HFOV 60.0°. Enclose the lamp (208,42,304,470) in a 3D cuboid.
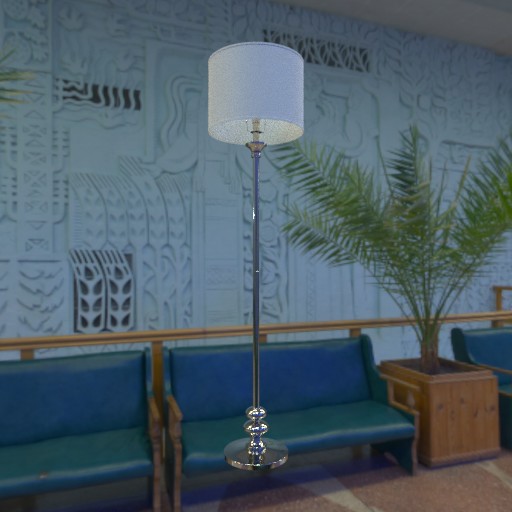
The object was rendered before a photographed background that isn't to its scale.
[{"bbox_3d":[0.000,0.000,1.661,0.356,1.487,0.356,0,0,-18],"label":"lamp"}]
